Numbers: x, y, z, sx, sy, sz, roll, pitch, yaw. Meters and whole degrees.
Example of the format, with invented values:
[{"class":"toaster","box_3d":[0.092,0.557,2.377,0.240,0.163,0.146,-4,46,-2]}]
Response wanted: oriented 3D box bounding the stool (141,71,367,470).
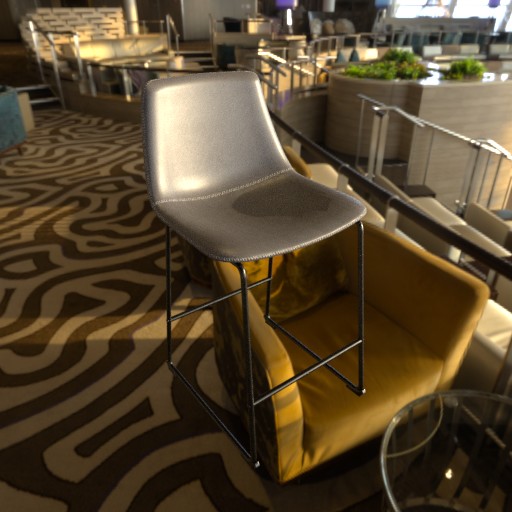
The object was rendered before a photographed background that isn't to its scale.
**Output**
[{"class":"stool","box_3d":[0.000,0.000,1.205,0.470,0.876,0.546,-20,35,-32]}]
